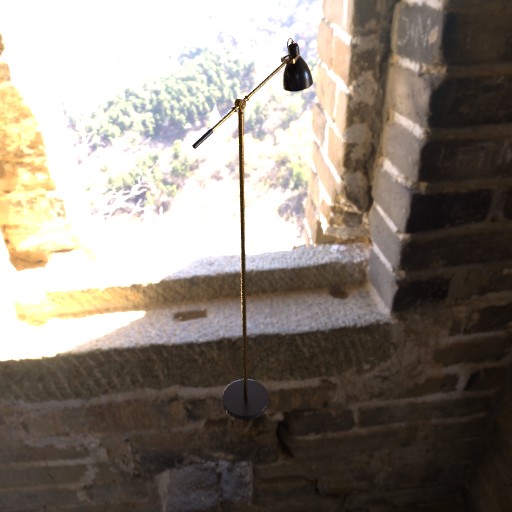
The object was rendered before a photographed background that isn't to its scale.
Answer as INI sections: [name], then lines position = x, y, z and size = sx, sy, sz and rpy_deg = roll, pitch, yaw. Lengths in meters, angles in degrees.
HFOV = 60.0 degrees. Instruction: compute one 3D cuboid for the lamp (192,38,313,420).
[lamp]
position = 0.000, 0.000, 1.866
size = 0.235, 1.628, 0.618
rpy_deg = 23, 38, 33
